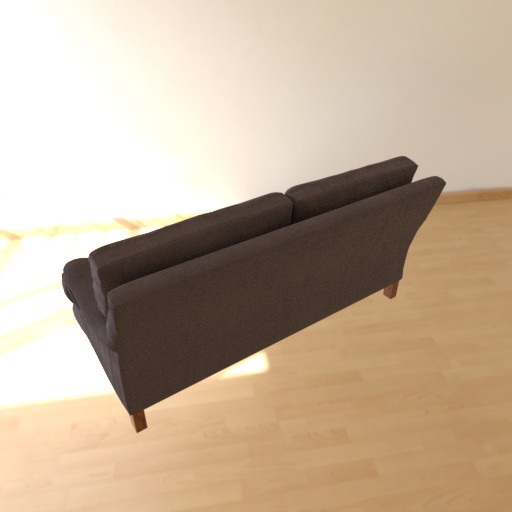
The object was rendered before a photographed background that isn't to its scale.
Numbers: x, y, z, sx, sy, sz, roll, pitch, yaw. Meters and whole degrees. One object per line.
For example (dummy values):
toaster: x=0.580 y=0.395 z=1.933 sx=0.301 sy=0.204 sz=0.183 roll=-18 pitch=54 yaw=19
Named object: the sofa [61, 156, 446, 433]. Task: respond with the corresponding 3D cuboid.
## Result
sofa: x=0.000 y=0.000 z=2.794 sx=2.165 sy=1.087 sz=1.086 roll=-21 pitch=38 yaw=-29
